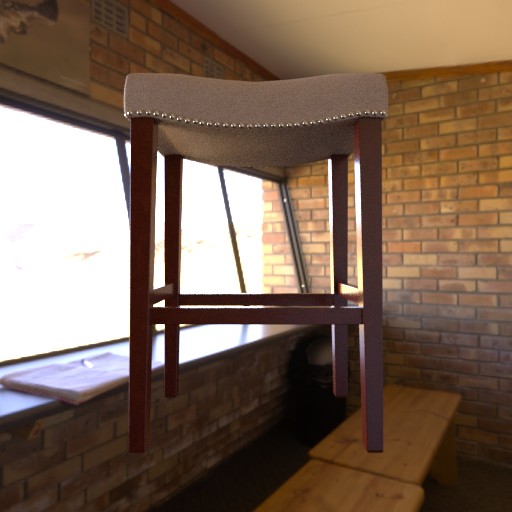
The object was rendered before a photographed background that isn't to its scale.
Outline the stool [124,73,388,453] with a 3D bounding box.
[{"bbox_3d":[0.000,0.000,1.014,0.504,0.742,0.372,0,0,0],"label":"stool"}]
